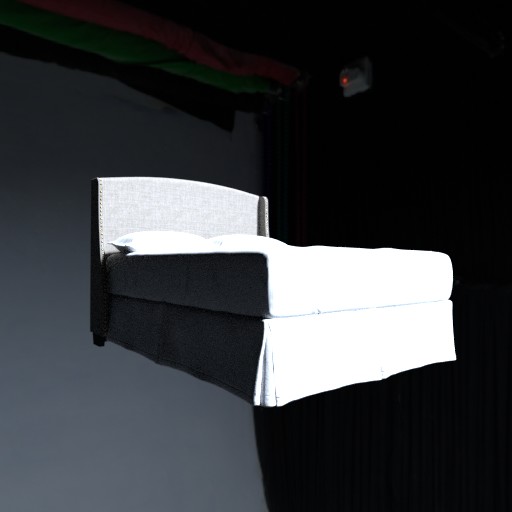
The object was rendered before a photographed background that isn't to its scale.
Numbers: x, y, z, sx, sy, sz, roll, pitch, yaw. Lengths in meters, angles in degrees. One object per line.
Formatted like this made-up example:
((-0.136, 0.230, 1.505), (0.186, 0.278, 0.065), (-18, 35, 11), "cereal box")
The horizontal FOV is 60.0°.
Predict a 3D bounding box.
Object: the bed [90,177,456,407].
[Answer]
((0.000, 0.000, 3.257), (1.710, 1.407, 2.237), (1, -1, -38), "bed")
